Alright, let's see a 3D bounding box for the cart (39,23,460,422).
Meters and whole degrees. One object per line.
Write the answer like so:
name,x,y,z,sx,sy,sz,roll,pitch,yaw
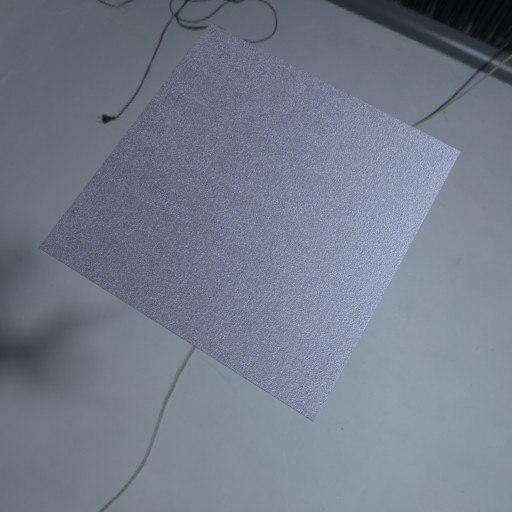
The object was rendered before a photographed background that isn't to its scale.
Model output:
cart,0.000,0.000,1.119,0.520,0.762,0.521,30,77,8
